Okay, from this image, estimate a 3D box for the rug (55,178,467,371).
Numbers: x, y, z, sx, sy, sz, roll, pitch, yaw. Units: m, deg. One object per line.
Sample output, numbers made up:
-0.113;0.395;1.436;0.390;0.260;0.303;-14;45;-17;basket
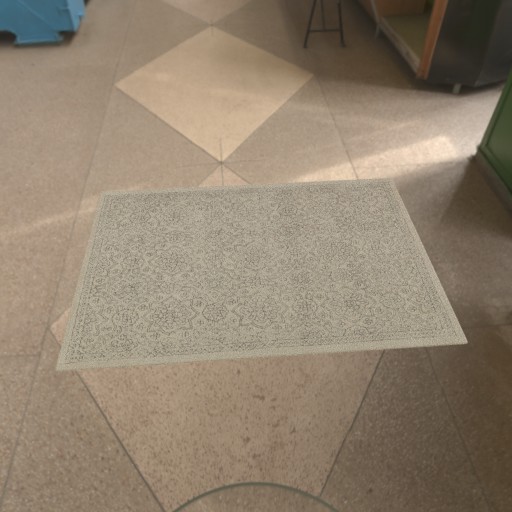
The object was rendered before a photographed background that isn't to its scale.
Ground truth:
0.000;0.000;2.366;1.829;0.010;1.219;-3;47;-3;rug
